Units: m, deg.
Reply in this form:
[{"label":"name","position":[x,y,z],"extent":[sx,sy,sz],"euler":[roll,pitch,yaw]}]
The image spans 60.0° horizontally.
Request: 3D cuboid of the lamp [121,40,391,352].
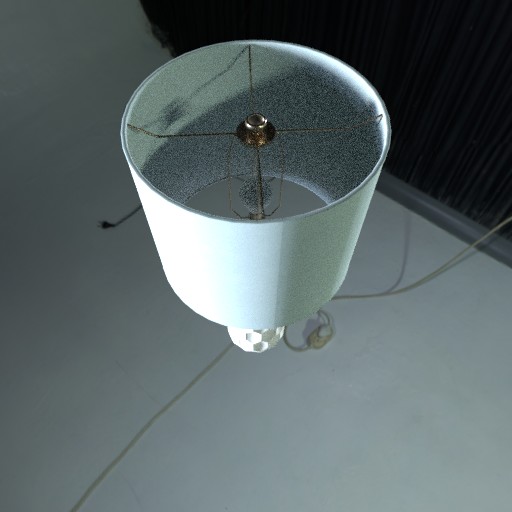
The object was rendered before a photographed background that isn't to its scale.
[{"label":"lamp","position":[0.000,0.000,0.684],"extent":[0.277,0.534,0.277],"euler":[31,62,18]}]
